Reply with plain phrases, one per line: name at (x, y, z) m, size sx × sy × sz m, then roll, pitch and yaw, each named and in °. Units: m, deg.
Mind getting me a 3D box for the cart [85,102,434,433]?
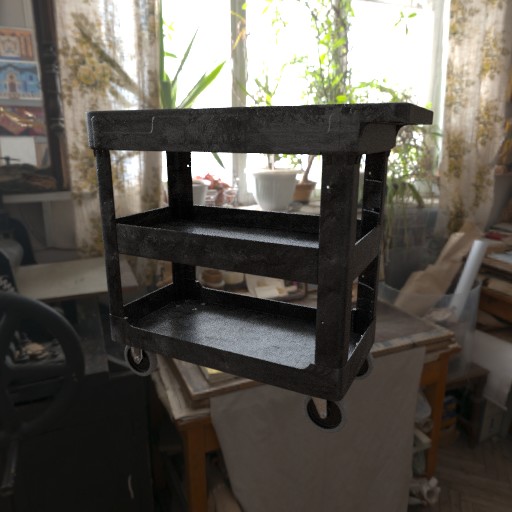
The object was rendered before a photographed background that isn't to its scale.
cart at (0.000, 0.000, 1.324) m, size 0.877 × 0.824 × 0.420 m, roll 8°, pitch 17°, yaw 26°
